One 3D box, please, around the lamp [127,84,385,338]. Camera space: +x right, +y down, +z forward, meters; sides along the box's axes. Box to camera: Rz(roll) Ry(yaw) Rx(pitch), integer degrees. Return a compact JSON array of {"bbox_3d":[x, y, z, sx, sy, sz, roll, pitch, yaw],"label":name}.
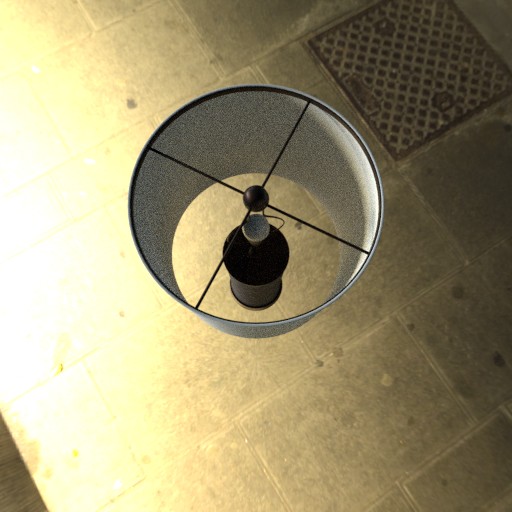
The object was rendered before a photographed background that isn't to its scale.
[{"bbox_3d":[0.000,0.000,0.811,0.301,0.630,0.301,-17,77,-4],"label":"lamp"}]
